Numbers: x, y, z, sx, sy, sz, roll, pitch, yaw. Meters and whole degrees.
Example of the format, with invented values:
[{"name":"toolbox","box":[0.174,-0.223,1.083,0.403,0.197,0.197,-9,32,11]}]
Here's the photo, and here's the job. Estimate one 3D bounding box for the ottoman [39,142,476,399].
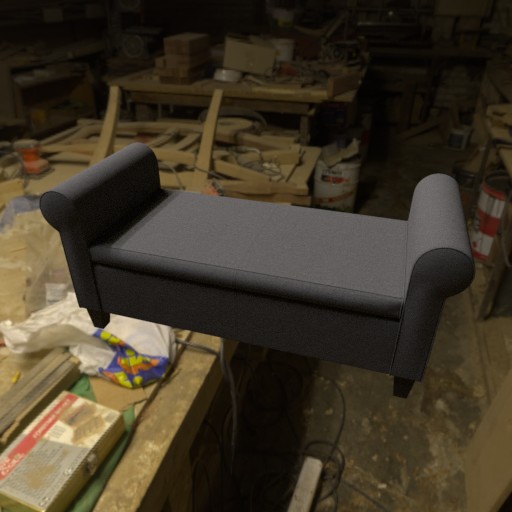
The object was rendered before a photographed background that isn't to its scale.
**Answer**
[{"name":"ottoman","box":[0.000,0.000,1.530,1.256,0.547,0.521,9,33,15]}]
